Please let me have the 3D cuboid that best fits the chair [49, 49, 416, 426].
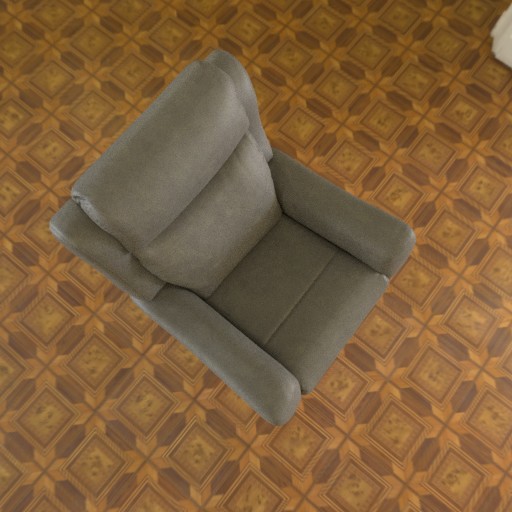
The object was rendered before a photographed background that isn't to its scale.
[{"bbox_3d":[0.000,0.000,1.851,1.068,1.116,0.965,38,78,9],"label":"chair"}]
